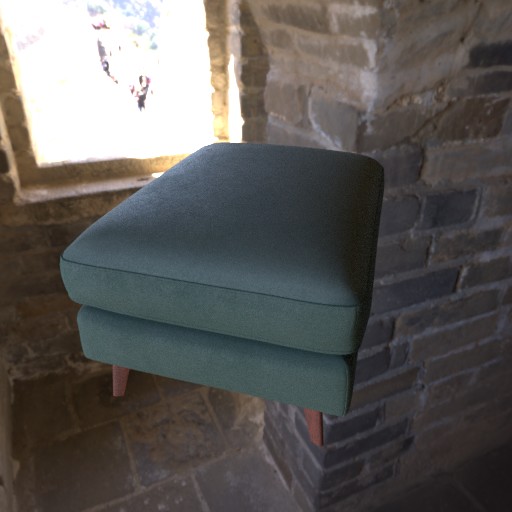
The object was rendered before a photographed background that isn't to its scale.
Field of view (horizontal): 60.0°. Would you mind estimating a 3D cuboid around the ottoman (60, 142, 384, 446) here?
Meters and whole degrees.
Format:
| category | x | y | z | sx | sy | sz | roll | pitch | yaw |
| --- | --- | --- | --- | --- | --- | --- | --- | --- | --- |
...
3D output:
| category | x | y | z | sx | sy | sz | roll | pitch | yaw |
| --- | --- | --- | --- | --- | --- | --- | --- | --- | --- |
| ottoman | 0.000 | 0.000 | 1.177 | 0.608 | 0.449 | 0.811 | 8 | 31 | 14 |
